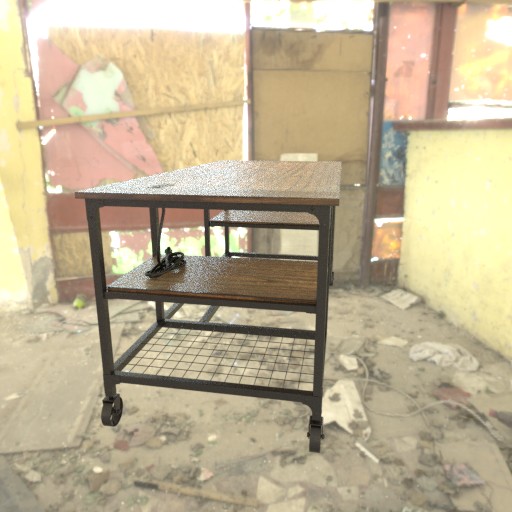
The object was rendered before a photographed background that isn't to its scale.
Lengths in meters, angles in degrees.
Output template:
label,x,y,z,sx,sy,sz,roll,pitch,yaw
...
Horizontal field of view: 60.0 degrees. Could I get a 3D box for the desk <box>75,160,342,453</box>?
label,x,y,z,sx,sy,sz,roll,pitch,yaw
desk,0.000,0.000,1.983,0.711,0.751,1.590,3,16,10
